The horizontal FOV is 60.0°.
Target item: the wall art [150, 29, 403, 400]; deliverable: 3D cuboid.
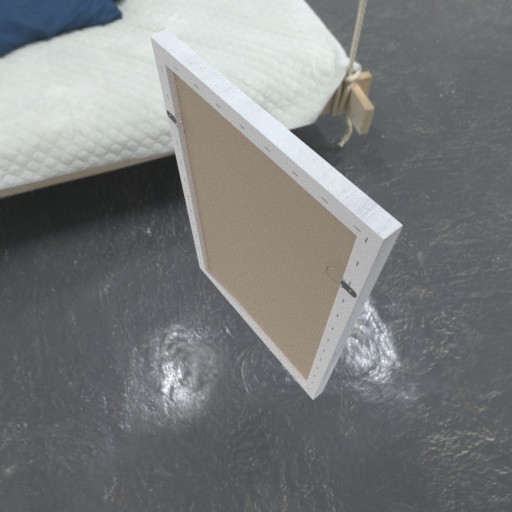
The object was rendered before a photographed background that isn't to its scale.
[{"bbox_3d":[0.000,0.000,1.147,0.043,0.914,0.624,-34,64,-19],"label":"wall art"}]
